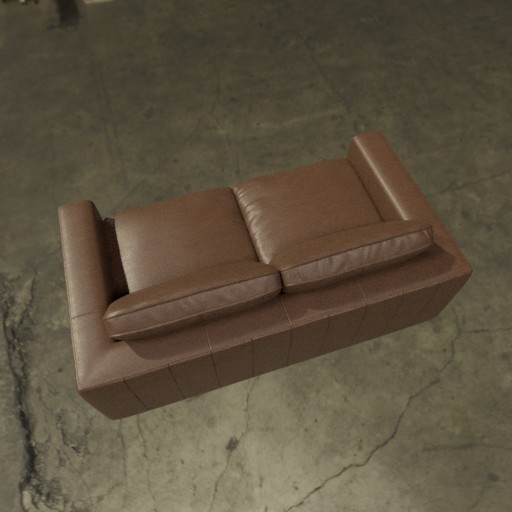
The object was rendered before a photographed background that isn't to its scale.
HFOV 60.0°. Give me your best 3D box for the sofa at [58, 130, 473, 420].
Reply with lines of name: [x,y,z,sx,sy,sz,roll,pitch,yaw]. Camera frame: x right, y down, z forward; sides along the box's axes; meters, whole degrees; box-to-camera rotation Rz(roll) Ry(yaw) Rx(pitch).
sofa: [0.000,0.000,2.400,1.920,0.800,1.070,-15,60,-9]
